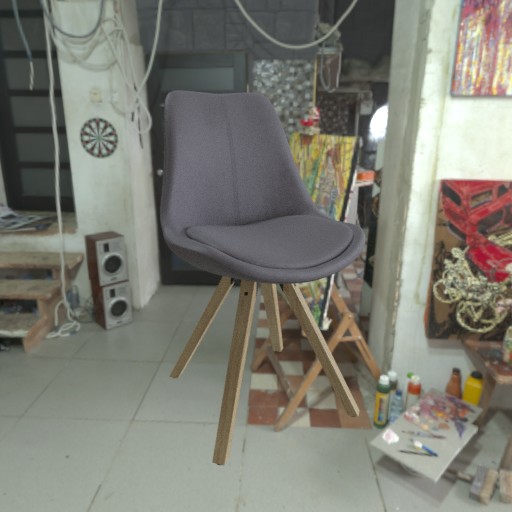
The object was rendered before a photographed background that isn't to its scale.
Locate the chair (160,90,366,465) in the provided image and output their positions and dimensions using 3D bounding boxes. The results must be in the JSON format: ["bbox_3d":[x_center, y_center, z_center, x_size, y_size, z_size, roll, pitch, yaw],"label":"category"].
[{"bbox_3d":[0.000,0.000,1.204,0.483,0.865,0.547,-8,19,-25],"label":"chair"}]
